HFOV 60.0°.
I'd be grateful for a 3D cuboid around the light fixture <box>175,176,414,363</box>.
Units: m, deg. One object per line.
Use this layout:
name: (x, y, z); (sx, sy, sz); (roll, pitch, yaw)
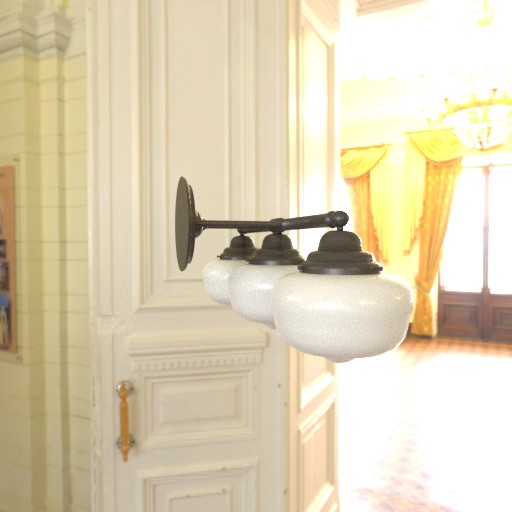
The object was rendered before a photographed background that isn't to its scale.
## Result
light fixture: (0.000, 0.000, 0.710); (0.239, 0.242, 0.587); (-1, 2, -18)
